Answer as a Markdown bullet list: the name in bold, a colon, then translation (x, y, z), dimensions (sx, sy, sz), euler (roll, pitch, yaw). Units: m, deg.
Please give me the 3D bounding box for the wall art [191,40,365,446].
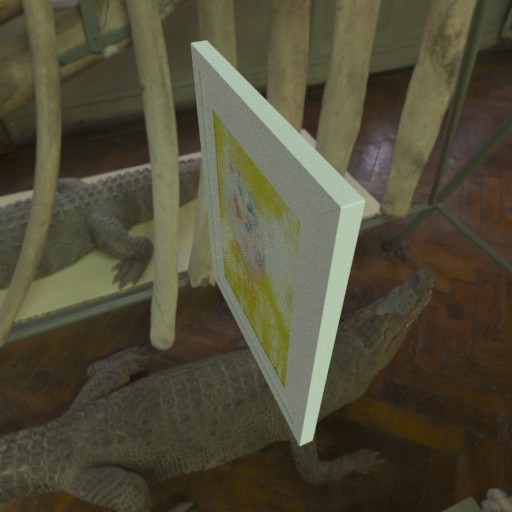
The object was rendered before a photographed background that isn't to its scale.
- **wall art**: translation (0.000, 0.000, 0.759), dimensions (0.028, 0.556, 0.454), euler (-17, 48, -17)
